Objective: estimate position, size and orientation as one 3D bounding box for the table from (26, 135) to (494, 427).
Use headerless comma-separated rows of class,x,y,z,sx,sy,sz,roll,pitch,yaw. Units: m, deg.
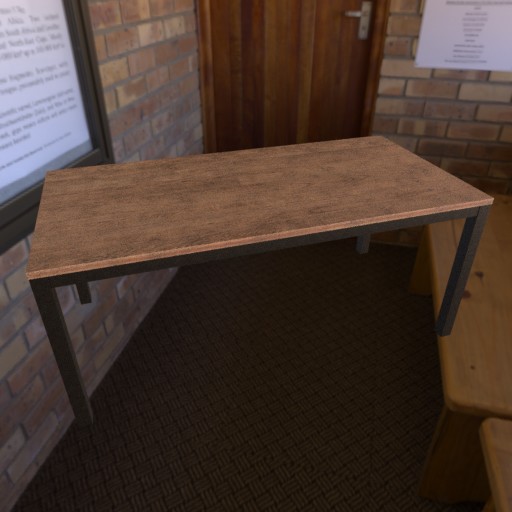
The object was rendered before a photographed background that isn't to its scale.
table,0.000,0.000,2.188,1.805,0.767,0.893,-10,34,-15
